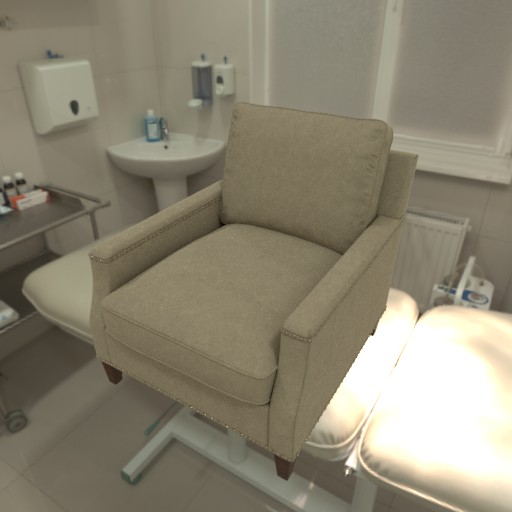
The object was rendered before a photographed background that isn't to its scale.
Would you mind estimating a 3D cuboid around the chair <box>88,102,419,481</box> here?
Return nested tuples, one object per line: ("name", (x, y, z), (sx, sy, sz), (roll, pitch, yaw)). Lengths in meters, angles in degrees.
("chair", (0.000, 0.000, 1.675), (0.853, 0.943, 1.014), (17, 34, 27))
